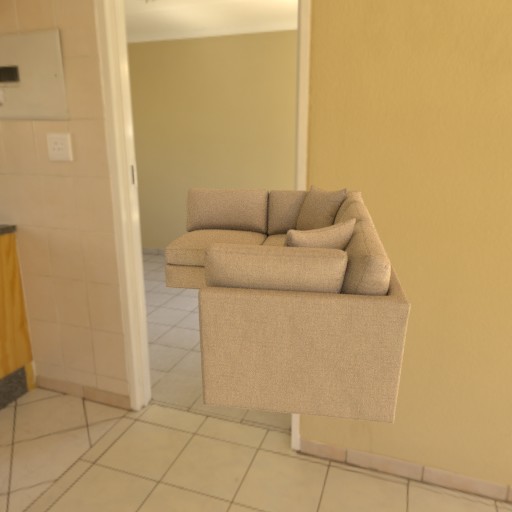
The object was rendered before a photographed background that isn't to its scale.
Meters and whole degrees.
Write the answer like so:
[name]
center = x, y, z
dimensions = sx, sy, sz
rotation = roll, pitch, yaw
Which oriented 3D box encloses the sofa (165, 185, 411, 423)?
[sofa]
center = 0.000, 0.000, 3.701
dimensions = 1.994, 0.978, 2.896
rotation = 3, 15, 9
